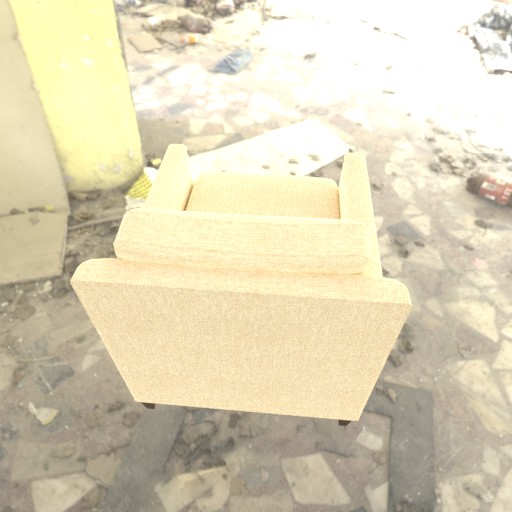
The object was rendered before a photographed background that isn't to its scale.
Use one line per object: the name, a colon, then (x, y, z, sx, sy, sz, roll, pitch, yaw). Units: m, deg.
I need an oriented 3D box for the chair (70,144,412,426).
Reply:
chair: (0.000, 0.000, 1.708, 0.838, 0.940, 1.041, 4, 46, 4)
